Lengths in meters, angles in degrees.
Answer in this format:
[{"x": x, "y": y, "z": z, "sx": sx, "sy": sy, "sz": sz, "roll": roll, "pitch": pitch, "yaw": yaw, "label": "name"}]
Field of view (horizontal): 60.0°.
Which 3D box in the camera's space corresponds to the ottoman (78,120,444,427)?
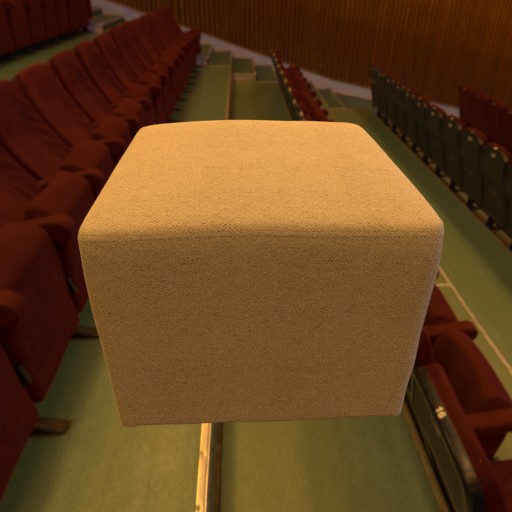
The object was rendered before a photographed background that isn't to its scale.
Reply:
[{"x": 0.000, "y": 0.000, "z": 0.902, "sx": 0.512, "sy": 0.453, "sz": 0.521, "roll": -1, "pitch": 32, "yaw": -2, "label": "ottoman"}]
